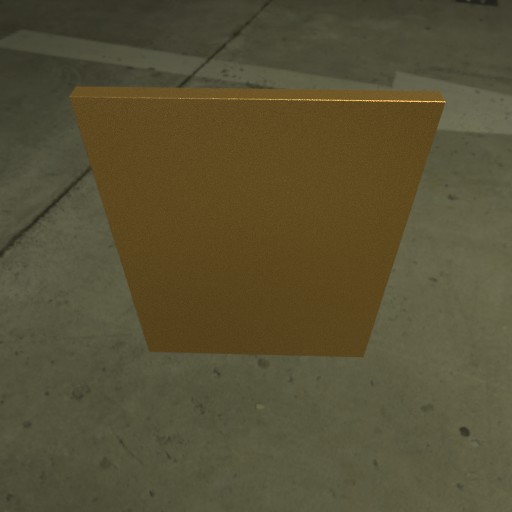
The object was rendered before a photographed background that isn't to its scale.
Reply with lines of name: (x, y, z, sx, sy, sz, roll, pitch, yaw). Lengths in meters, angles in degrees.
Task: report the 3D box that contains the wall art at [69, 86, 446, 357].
wall art: (0.000, 0.000, 1.002, 0.610, 0.762, 0.038, 1, 46, 1)
